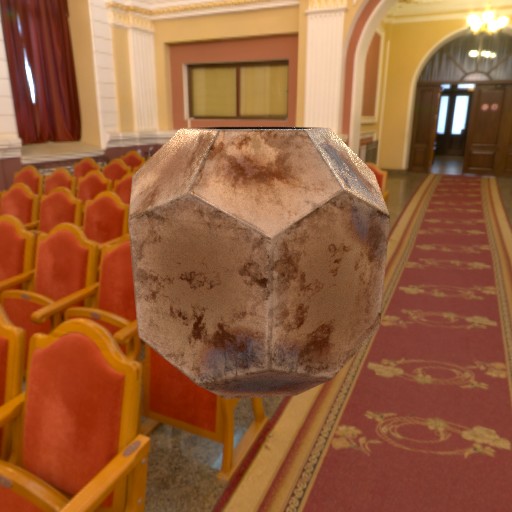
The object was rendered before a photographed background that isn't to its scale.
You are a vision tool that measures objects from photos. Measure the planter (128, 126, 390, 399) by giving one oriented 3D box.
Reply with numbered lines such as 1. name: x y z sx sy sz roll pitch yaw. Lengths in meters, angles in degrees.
1. planter: 0.000 0.000 0.428 0.243 0.238 0.221 8 19 24
